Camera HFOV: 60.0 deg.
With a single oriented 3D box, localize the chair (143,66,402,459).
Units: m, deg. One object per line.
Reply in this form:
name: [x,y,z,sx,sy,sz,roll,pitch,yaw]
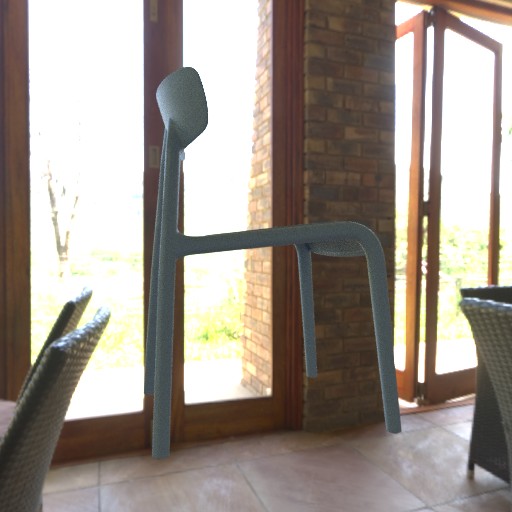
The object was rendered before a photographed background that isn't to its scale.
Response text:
chair: [0.000,0.000,0.835,0.401,0.580,0.356,0,1,-17]
